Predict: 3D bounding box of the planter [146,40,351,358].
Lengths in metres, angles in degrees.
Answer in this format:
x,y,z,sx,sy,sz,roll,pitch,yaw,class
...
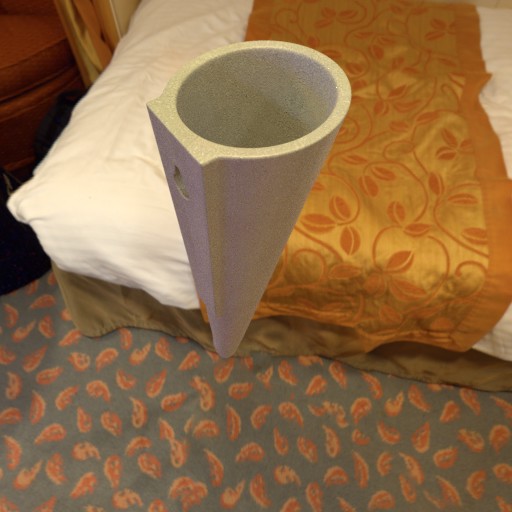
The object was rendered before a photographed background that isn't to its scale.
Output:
x,y,z,sx,sy,sz,roll,pitch,yaw,class
0.000,0.000,0.222,0.064,0.191,0.057,-31,62,-19,planter
